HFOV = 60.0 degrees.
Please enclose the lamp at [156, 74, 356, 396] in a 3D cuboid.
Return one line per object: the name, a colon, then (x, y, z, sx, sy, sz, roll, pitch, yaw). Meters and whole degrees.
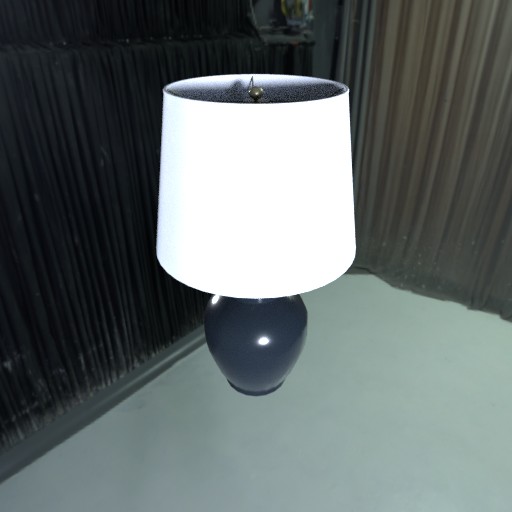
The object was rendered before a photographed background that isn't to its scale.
lamp: (0.000, 0.000, 0.553, 0.239, 0.399, 0.239, 0, 29, 0)
